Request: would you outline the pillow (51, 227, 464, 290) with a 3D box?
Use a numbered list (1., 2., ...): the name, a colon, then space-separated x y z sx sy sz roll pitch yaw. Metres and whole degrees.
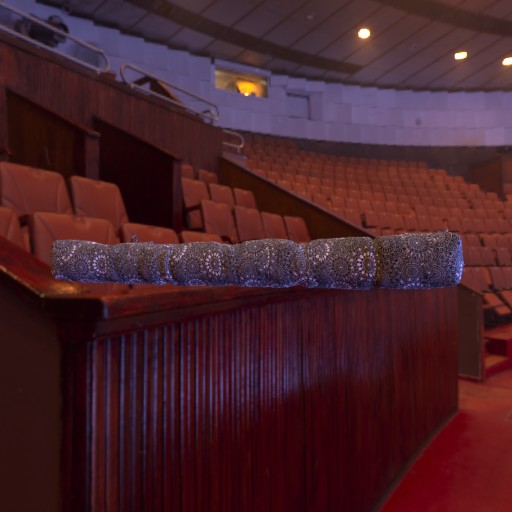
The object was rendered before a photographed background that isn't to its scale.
1. pillow: 0.000 0.000 1.357 1.194 0.174 0.511 0 -1 19
